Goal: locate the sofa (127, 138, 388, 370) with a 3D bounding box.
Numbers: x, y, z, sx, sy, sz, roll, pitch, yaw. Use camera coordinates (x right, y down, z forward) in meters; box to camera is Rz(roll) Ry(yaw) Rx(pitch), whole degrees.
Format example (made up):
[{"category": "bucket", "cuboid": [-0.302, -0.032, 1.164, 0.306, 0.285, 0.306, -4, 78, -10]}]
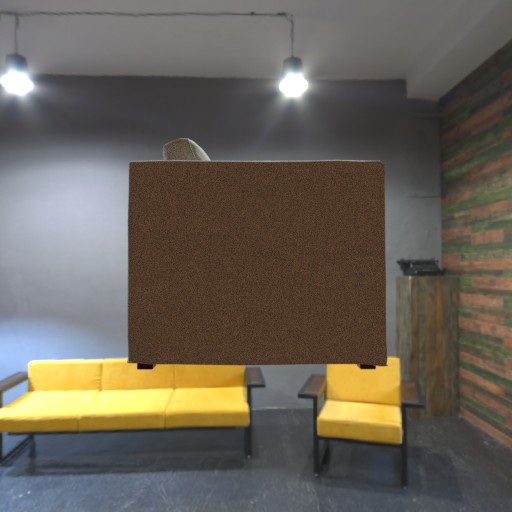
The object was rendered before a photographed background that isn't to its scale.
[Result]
[{"category": "sofa", "cuboid": [0.000, 0.000, 2.529, 0.940, 0.870, 1.987, 0, -2, 0]}]
